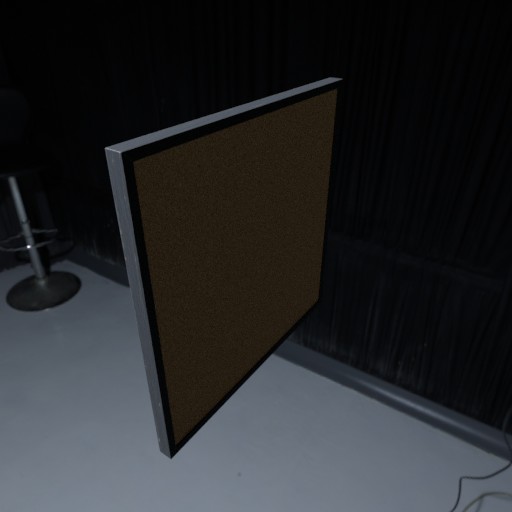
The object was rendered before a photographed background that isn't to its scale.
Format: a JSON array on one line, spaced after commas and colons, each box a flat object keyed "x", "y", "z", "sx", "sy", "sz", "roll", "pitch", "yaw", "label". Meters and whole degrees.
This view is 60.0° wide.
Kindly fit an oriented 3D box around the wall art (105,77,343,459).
[{"x": 0.000, "y": 0.000, "z": 1.146, "sx": 0.037, "sy": 0.761, "sz": 0.761, "roll": 20, "pitch": 37, "yaw": 30, "label": "wall art"}]
